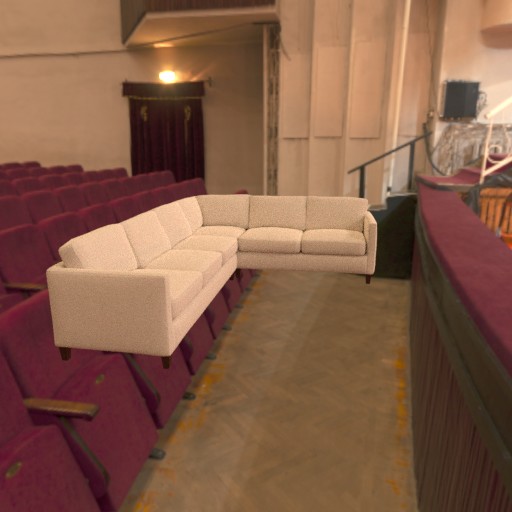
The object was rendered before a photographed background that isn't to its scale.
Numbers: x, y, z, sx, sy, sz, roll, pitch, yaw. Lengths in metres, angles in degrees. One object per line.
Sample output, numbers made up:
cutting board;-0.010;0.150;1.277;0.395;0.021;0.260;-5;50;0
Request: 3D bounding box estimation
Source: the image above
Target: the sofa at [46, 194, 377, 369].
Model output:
sofa;0.000;0.000;4.570;2.593;0.947;3.302;2;14;9
